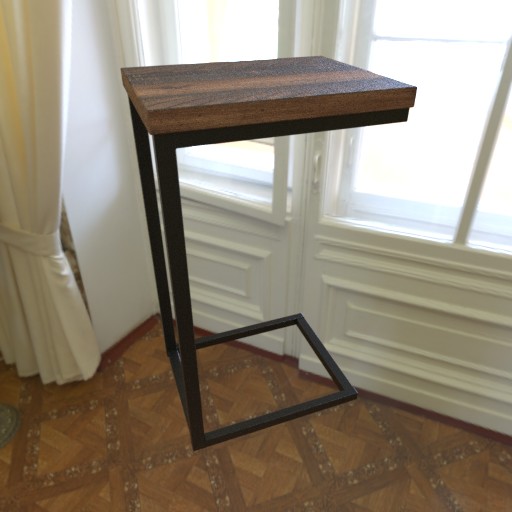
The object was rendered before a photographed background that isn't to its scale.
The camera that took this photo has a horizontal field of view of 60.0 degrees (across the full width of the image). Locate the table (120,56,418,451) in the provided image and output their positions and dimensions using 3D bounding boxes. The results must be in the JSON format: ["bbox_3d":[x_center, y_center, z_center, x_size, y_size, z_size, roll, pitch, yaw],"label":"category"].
[{"bbox_3d":[0.000,0.000,0.939,0.414,0.718,0.323,-11,34,-17],"label":"table"}]
